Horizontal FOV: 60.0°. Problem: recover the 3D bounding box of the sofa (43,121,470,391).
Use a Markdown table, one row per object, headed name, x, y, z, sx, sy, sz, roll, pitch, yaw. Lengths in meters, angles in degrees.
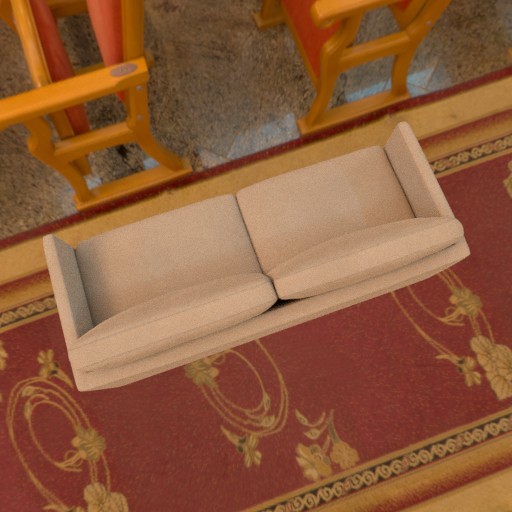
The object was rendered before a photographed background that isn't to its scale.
| name | x | y | z | sx | sy | sz | roll | pitch | yaw |
| --- | --- | --- | --- | --- | --- | --- | --- | --- | --- |
| sofa | 0.000 | 0.000 | 2.859 | 2.404 | 0.912 | 0.988 | -19 | 77 | -5 |
